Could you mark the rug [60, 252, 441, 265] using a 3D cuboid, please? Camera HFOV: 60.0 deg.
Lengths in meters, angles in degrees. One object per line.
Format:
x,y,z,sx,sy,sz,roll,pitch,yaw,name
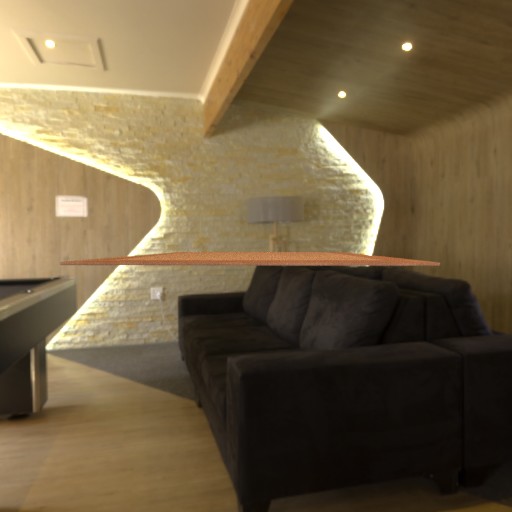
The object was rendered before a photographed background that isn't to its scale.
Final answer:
0.000,0.000,2.984,1.524,0.014,2.438,0,1,2,rug
